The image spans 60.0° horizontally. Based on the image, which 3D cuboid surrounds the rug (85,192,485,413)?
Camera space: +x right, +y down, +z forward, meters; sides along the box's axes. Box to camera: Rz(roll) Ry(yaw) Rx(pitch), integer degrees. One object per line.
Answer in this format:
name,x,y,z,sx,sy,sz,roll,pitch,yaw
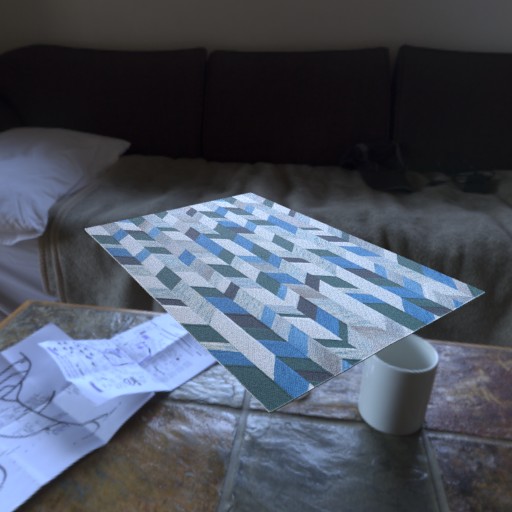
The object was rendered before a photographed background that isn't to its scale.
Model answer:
rug,0.000,0.000,2.319,1.229,0.005,1.827,-17,30,-32
